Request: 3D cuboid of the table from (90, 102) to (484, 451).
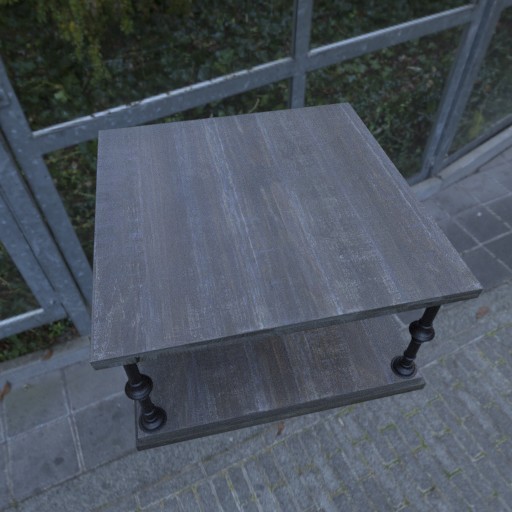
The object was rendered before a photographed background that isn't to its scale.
[{"bbox_3d":[0.000,0.000,1.134,0.696,0.400,0.696,-9,48,-8],"label":"table"}]
